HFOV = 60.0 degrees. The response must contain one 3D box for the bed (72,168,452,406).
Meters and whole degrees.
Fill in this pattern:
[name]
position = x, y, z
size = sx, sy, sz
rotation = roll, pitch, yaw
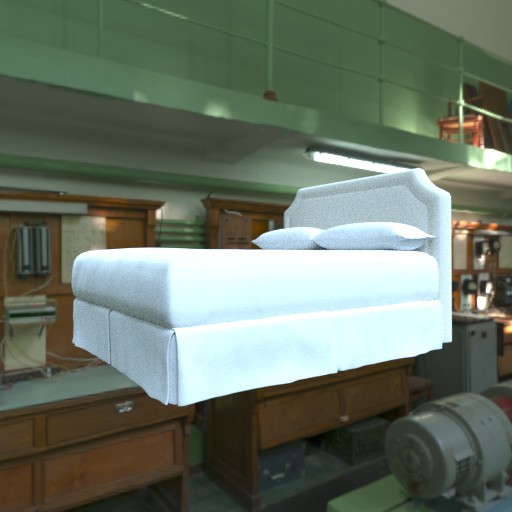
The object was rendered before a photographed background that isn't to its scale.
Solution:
[bed]
position = 0.000, 0.000, 3.769
size = 2.548, 1.524, 2.134
rotation = 0, 1, -36
